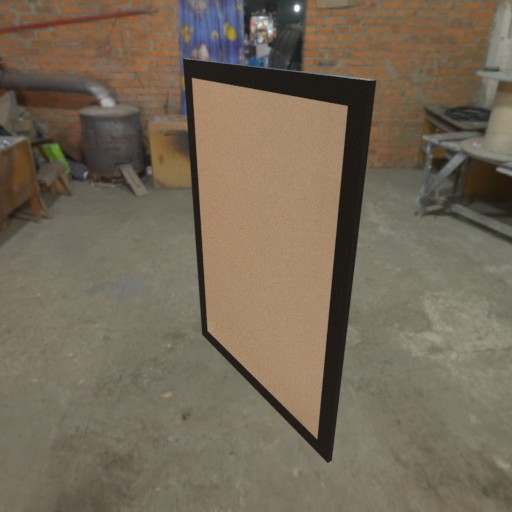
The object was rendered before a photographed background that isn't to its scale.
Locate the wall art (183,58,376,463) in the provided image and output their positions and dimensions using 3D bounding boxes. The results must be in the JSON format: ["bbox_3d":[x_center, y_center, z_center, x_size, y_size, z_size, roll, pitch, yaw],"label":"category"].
[{"bbox_3d":[0.000,0.000,0.673,0.008,0.530,0.379,-18,33,-31],"label":"wall art"}]
